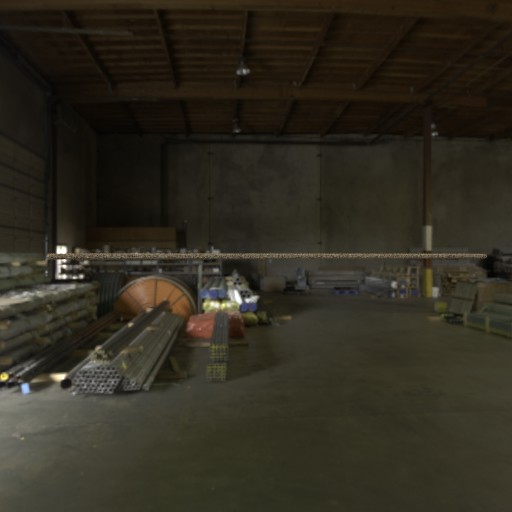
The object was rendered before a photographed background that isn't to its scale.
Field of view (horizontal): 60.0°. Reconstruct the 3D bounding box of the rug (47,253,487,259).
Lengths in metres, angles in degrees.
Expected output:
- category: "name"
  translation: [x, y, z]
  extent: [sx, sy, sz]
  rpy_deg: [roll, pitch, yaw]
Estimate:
- category: "rug"
  translation: [0.000, 0.000, 3.426]
  extent: [2.743, 0.030, 1.778]
  rpy_deg: [0, 0, -18]
